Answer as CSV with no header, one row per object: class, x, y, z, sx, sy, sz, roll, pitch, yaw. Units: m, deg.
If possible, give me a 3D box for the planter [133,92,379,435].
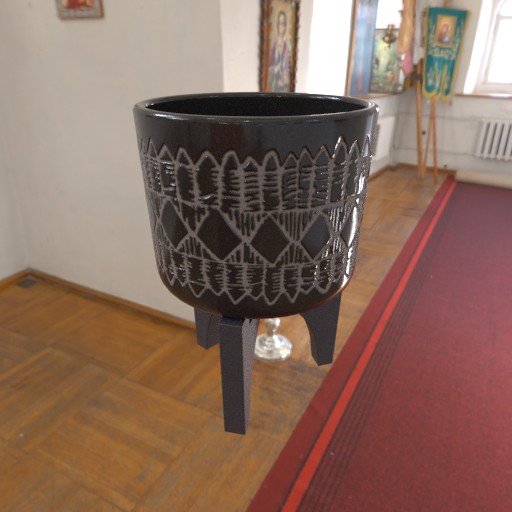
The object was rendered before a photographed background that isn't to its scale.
planter,0.000,0.000,0.536,0.251,0.355,0.251,-7,26,-15
